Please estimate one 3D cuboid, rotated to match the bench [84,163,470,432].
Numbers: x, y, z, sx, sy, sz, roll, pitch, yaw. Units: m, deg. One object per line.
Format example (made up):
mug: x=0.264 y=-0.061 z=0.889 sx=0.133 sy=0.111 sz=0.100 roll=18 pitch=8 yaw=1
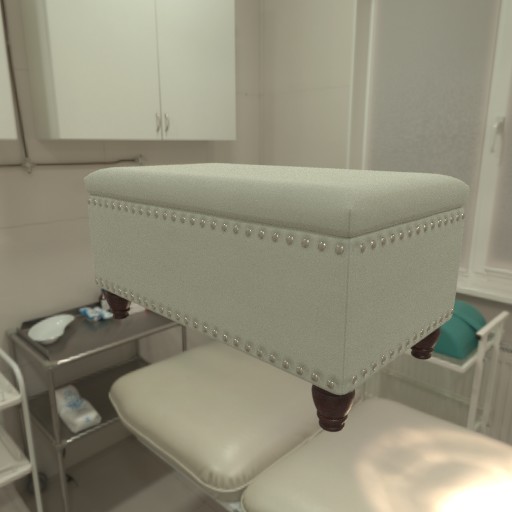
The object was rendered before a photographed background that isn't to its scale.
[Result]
bench: x=0.000 y=0.000 z=1.181 sx=0.887 sy=0.449 sz=0.500 roll=14 pitch=20 yaw=42
